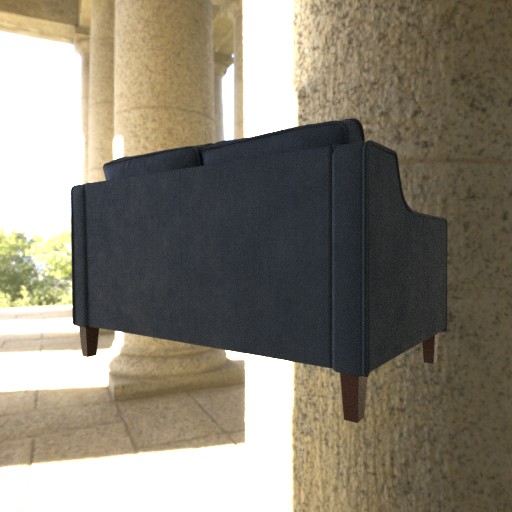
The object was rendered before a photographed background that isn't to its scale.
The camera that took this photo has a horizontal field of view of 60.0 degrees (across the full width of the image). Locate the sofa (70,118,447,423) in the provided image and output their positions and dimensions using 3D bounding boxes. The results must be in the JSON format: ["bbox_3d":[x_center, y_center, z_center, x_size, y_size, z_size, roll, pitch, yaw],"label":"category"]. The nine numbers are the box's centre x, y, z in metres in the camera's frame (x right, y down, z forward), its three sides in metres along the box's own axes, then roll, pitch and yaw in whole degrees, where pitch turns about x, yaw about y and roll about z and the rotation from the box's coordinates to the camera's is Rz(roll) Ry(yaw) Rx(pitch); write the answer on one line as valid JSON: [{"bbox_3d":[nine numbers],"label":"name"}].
[{"bbox_3d":[0.000,0.000,2.095,1.501,0.971,0.987,1,1,36],"label":"sofa"}]
